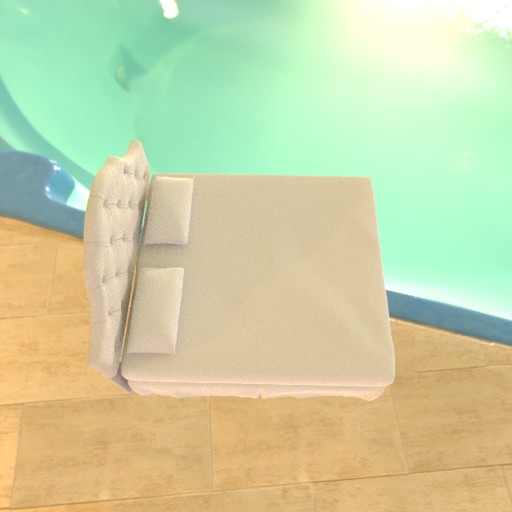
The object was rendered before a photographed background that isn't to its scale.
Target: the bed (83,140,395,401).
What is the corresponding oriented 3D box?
[{"bbox_3d":[0.000,0.000,3.620,2.214,1.615,2.008,1,63,1],"label":"bed"}]
